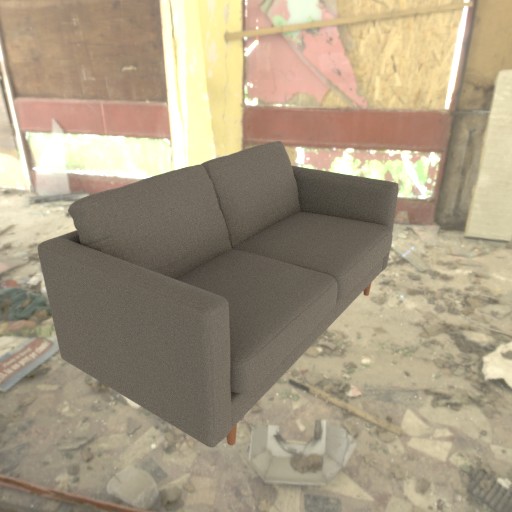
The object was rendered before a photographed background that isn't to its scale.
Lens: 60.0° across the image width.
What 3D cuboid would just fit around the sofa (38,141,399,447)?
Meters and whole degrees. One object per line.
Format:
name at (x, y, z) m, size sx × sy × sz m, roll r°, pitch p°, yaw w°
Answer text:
sofa at (0.000, 0.000, 2.222) m, size 0.940 × 0.866 × 1.713 m, roll 16°, pitch 30°, yaw 31°
